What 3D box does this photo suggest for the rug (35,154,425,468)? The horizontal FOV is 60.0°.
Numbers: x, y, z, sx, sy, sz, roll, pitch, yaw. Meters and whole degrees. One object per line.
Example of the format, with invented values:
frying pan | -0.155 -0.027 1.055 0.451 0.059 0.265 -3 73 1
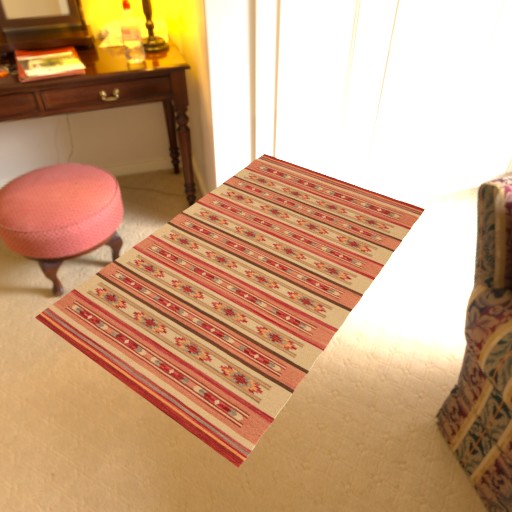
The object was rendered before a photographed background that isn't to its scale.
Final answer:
rug | 0.000 0.000 3.063 1.535 0.010 2.431 25 47 26
